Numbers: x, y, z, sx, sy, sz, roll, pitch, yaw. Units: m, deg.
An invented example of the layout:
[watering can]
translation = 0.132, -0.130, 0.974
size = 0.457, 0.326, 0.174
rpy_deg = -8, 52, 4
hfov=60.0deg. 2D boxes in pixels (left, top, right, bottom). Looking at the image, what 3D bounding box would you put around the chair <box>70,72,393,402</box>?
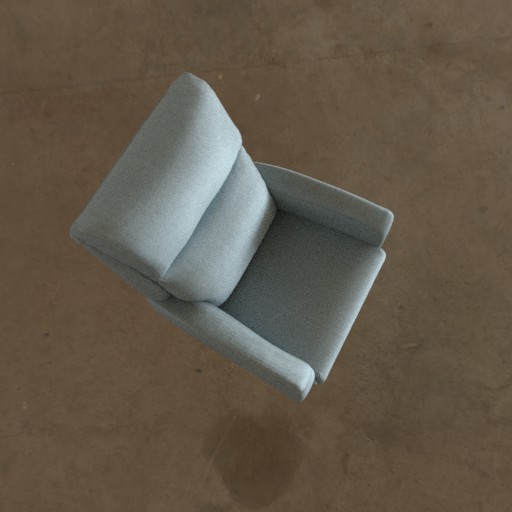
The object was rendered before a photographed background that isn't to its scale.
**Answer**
[chair]
translation = 0.000, 0.000, 1.688
size = 0.940, 1.016, 0.794
rpy_deg = 28, 77, 7
